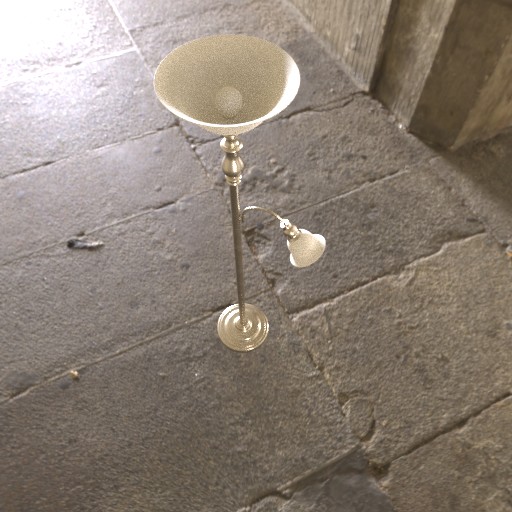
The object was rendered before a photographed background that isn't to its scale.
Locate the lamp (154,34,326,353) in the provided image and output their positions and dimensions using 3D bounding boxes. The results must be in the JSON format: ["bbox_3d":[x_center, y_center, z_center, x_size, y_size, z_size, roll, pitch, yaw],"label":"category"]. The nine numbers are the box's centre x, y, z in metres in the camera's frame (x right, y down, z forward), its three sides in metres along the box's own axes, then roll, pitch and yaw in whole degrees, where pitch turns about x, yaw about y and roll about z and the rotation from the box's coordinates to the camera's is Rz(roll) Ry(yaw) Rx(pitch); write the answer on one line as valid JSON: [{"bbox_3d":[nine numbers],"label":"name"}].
[{"bbox_3d":[0.000,0.000,1.971,0.575,1.785,0.405,17,59,10],"label":"lamp"}]
